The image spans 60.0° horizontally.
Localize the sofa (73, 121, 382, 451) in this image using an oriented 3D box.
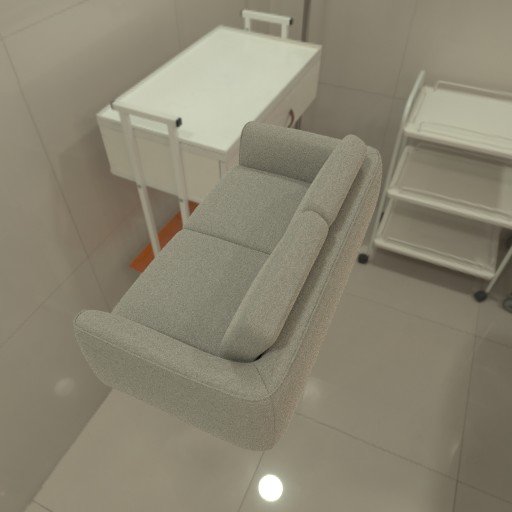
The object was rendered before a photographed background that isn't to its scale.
[{"bbox_3d":[0.000,0.000,2.237,0.920,0.850,1.700,18,49,16],"label":"sofa"}]
